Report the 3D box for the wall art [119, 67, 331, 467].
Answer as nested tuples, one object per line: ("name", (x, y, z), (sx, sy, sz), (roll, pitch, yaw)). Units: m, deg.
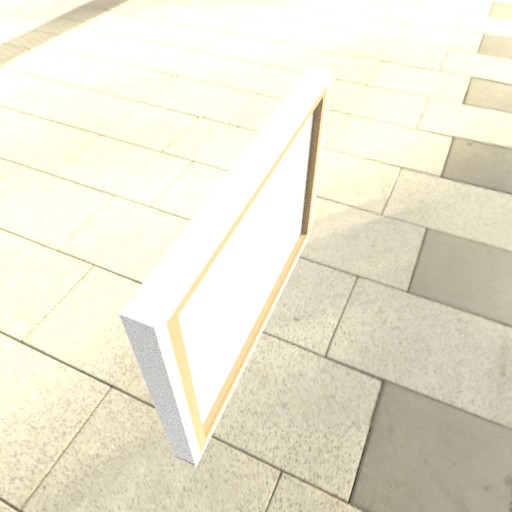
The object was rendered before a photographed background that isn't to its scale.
("wall art", (0.000, 0.000, 0.782), (0.042, 0.414, 0.608), (17, 50, 15))
